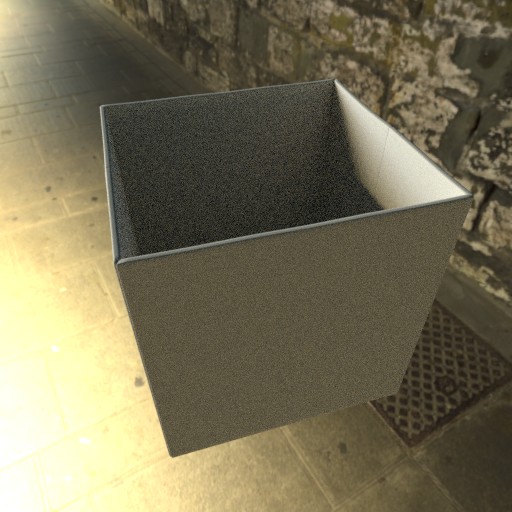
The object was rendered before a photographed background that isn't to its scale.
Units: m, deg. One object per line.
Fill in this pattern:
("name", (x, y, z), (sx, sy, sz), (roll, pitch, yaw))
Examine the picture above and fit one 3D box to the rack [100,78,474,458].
("rack", (0.000, 0.000, 0.491), (0.270, 0.280, 0.270), (-11, 43, -12))
